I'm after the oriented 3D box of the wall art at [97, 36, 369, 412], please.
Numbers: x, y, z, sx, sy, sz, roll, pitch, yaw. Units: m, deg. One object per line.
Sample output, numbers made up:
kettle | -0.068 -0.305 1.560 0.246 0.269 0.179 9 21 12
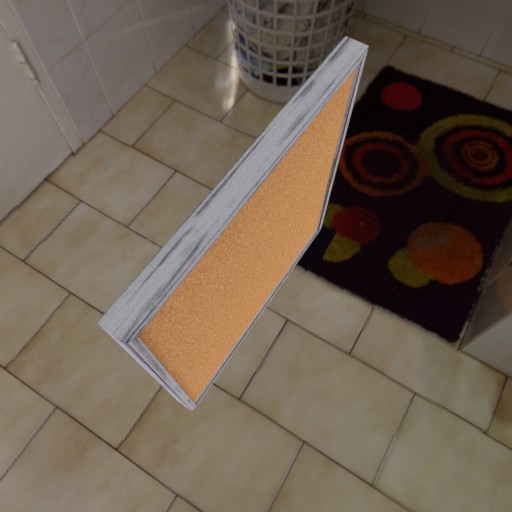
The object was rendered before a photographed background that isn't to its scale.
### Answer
wall art | 0.000 0.000 0.751 0.038 0.506 0.506 31 68 14
